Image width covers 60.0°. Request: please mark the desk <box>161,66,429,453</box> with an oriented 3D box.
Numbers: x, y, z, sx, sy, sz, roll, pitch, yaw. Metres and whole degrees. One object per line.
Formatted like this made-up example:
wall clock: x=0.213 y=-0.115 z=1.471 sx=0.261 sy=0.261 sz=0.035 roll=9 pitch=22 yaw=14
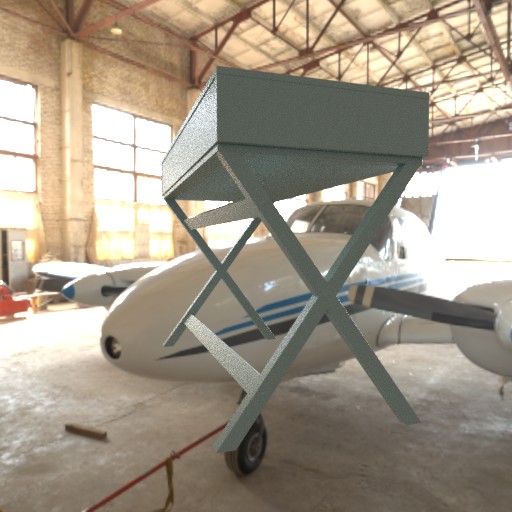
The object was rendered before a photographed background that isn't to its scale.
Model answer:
desk: x=0.000 y=0.000 z=1.463 sx=0.509 sy=0.780 sz=1.059 roll=0 pitch=2 yaw=-18
